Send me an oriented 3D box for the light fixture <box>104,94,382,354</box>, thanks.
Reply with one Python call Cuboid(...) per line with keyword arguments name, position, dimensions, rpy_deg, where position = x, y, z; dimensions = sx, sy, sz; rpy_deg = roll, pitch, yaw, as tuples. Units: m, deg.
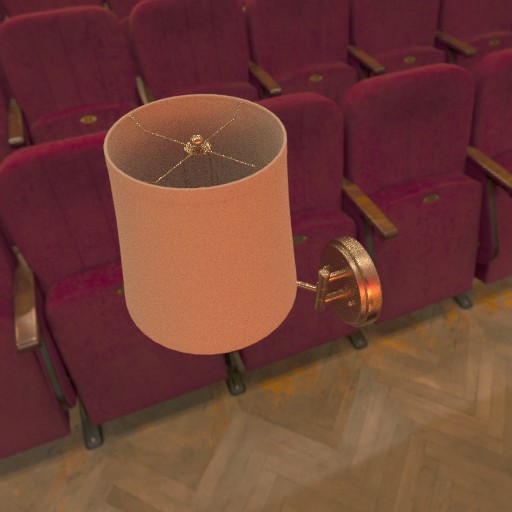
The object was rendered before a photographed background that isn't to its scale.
Cuboid(name="light fixture", position=(0.000, 0.000, 0.583), dimensions=(0.348, 0.381, 0.223), rpy_deg=(-16, 48, -15))
